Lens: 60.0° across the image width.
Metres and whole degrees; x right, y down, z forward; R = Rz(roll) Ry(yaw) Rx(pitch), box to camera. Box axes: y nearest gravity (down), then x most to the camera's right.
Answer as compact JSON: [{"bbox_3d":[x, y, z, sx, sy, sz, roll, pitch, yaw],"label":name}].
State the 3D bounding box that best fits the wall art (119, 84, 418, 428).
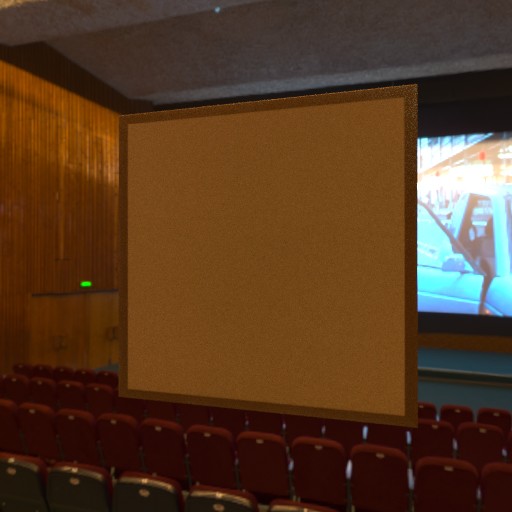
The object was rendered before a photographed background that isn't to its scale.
[{"bbox_3d":[0.000,0.000,0.746,0.510,0.509,0.033,0,0,17],"label":"wall art"}]
